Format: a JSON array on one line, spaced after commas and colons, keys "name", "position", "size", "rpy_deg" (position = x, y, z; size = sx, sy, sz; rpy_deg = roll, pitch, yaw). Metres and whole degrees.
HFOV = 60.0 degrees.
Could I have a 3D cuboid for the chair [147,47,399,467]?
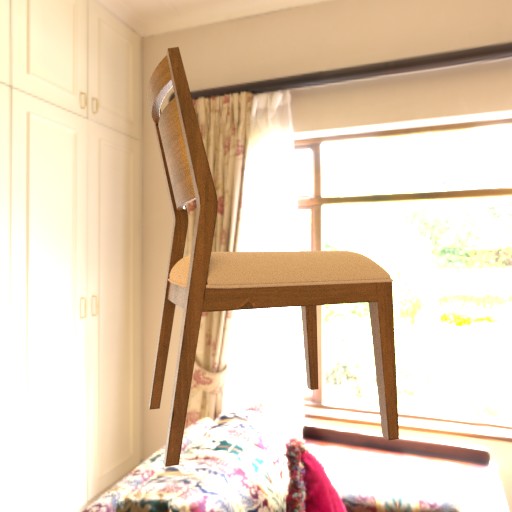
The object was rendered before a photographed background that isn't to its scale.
[{"name": "chair", "position": [0.000, 0.000, 1.277], "size": [0.610, 0.939, 0.497], "rpy_deg": [0, -1, -18]}]
